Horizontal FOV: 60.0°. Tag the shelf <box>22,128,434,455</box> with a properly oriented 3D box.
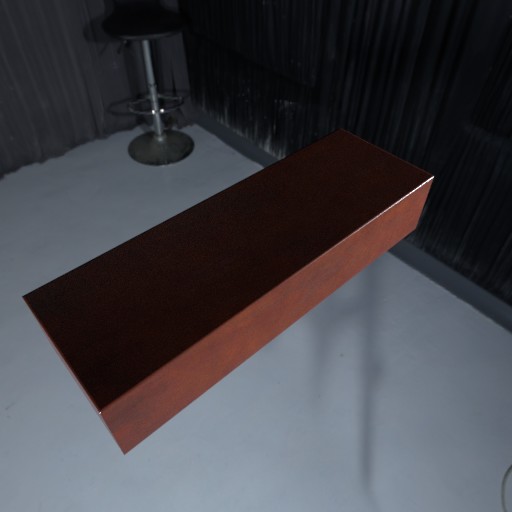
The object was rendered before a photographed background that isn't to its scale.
[{"bbox_3d":[0.000,0.000,0.516,0.457,0.088,0.152,-33,54,-27],"label":"shelf"}]
